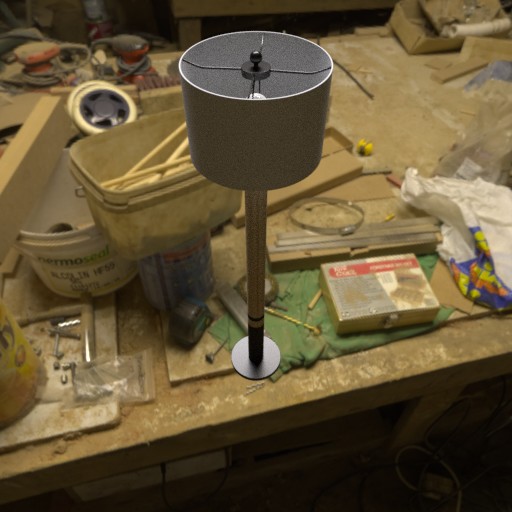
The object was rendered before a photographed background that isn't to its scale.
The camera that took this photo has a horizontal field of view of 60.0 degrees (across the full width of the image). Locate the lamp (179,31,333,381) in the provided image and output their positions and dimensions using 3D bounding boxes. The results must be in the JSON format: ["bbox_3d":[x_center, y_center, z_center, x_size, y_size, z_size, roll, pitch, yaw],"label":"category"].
[{"bbox_3d":[0.000,0.000,1.627,0.381,1.478,0.381,-10,48,-9],"label":"lamp"}]
